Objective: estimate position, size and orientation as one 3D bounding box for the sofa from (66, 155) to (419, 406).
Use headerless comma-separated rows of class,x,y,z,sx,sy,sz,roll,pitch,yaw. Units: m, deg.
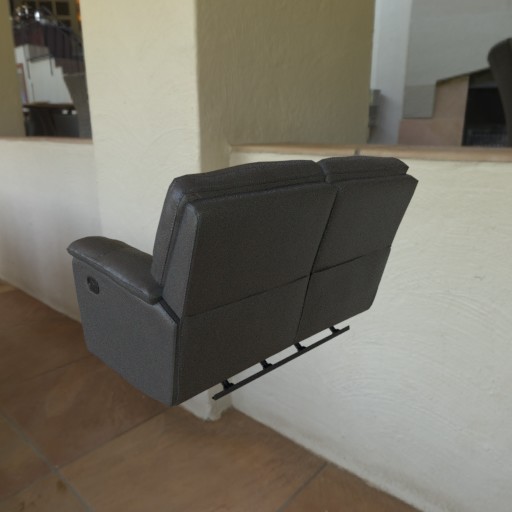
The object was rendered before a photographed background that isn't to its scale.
sofa,0.000,0.000,2.503,1.765,1.111,1.104,-15,21,-43
